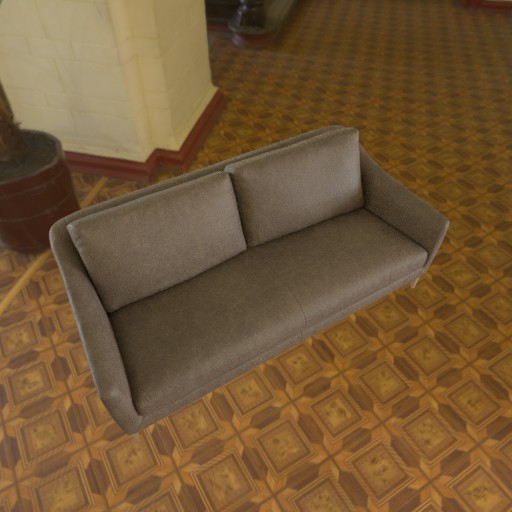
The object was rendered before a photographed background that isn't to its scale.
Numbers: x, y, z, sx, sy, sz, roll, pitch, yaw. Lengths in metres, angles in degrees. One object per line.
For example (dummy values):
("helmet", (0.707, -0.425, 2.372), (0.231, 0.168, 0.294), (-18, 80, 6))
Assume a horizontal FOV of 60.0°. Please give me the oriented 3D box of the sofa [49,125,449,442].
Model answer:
("sofa", (0.000, 0.000, 2.508), (2.036, 0.902, 0.960), (-24, 51, -21))
